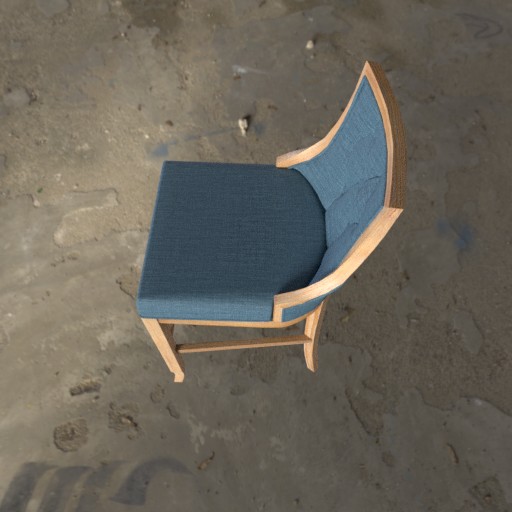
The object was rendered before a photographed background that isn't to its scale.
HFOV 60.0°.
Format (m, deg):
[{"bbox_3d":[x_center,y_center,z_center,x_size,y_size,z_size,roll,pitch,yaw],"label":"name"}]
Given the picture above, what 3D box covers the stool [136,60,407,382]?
[{"bbox_3d":[0.000,0.000,1.410,0.626,1.101,0.524,2,59,1],"label":"stool"}]
